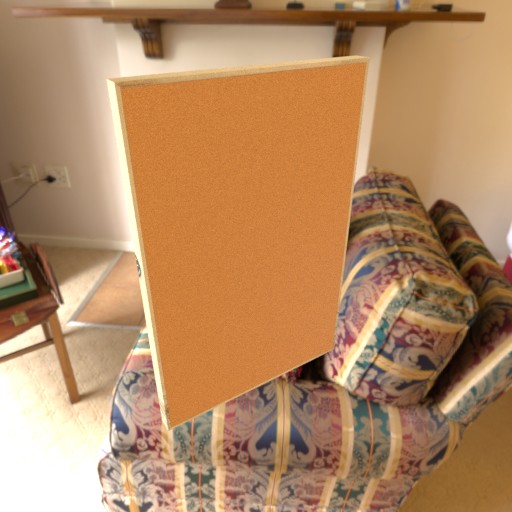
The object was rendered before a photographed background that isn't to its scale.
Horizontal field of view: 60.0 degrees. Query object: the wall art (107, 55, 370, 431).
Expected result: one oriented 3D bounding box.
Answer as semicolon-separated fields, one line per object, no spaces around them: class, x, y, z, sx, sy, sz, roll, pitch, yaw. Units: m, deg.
wall art;0.000;0.000;0.963;0.508;0.764;0.038;-18;35;-28
